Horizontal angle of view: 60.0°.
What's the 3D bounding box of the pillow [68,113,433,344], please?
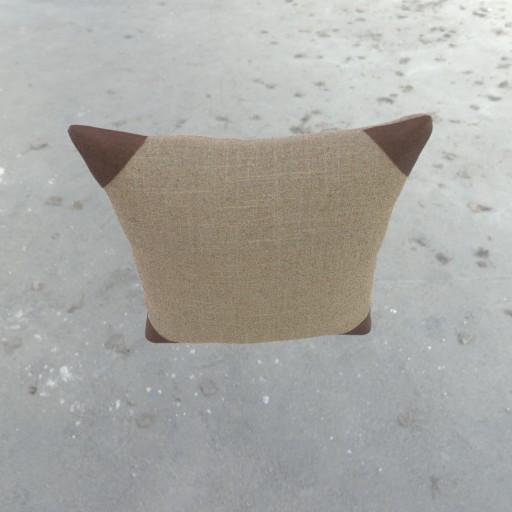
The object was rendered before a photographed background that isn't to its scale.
[{"bbox_3d":[0.000,0.000,0.676,0.437,0.448,0.147,-3,46,-3],"label":"pillow"}]
